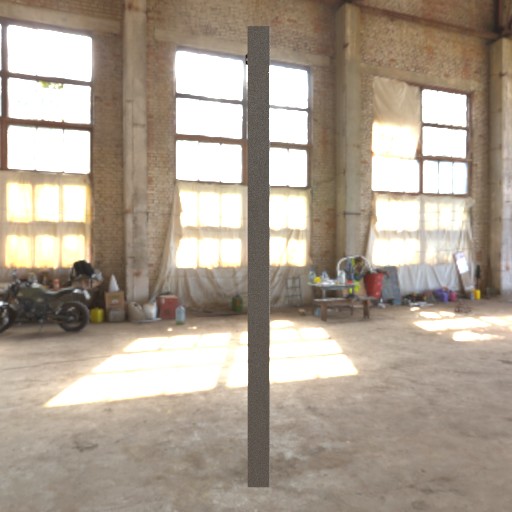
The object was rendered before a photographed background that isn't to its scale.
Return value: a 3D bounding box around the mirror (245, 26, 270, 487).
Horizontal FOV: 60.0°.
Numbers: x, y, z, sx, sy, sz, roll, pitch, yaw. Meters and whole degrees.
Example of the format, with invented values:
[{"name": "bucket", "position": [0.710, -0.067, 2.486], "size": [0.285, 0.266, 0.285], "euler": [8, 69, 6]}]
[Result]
[{"name": "mirror", "position": [0.000, 0.000, 0.935], "size": [0.039, 0.710, 0.507], "euler": [0, 1, 0]}]
